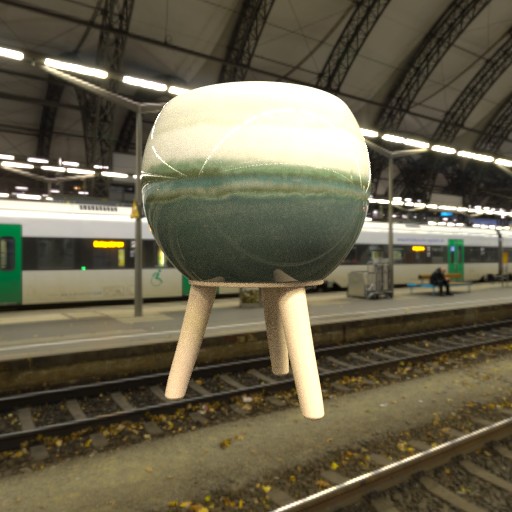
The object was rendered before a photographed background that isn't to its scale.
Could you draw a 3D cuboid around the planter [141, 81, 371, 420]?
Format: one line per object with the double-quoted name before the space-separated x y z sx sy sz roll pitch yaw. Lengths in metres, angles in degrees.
"planter" 0.000 0.000 0.441 0.222 0.278 0.222 0 0 0
